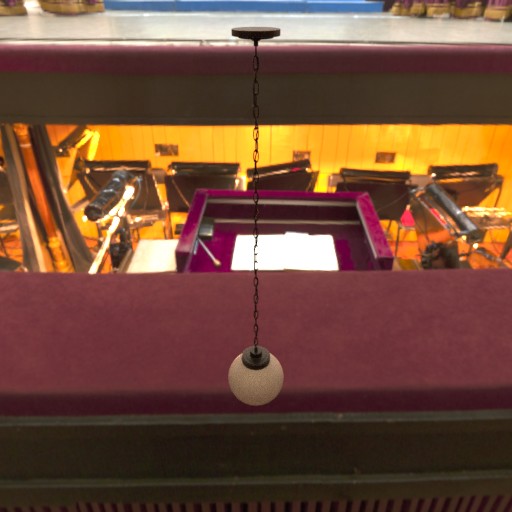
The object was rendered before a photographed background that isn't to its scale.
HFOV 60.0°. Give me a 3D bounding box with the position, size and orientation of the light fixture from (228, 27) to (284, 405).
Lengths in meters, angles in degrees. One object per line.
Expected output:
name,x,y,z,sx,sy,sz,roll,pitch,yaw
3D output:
light fixture,0.000,0.000,2.040,0.304,1.867,0.305,0,32,0
